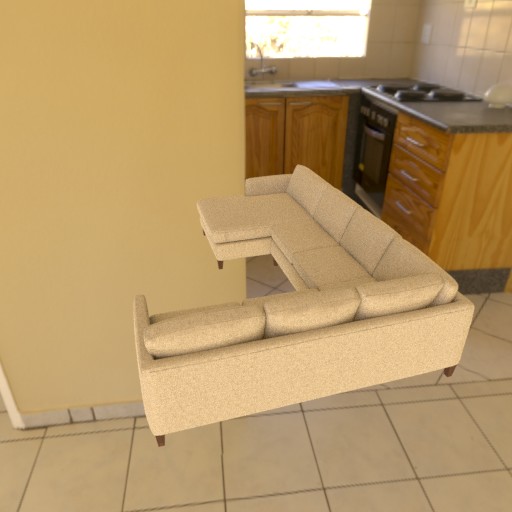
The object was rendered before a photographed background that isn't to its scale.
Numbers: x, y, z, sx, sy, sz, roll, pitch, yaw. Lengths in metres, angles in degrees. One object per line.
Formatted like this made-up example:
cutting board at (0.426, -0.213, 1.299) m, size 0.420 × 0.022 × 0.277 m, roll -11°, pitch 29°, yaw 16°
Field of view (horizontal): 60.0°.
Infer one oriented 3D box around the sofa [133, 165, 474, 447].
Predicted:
sofa at (0.000, 0.000, 4.675) m, size 2.593 × 0.959 × 3.460 m, roll -8°, pitch 30°, yaw -15°
